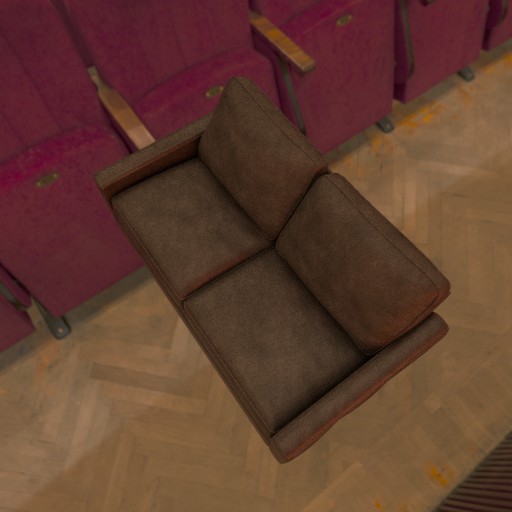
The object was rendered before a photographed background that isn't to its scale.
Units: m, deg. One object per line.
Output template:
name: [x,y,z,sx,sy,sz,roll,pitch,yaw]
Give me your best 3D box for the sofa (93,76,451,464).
sofa: [0.000,0.000,2.270,0.939,0.916,1.732,-33,68,-15]
